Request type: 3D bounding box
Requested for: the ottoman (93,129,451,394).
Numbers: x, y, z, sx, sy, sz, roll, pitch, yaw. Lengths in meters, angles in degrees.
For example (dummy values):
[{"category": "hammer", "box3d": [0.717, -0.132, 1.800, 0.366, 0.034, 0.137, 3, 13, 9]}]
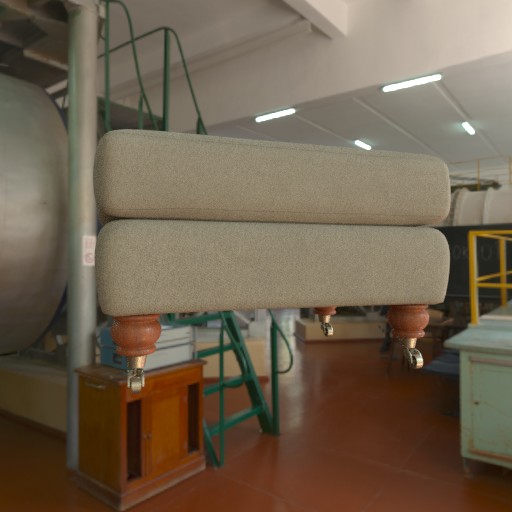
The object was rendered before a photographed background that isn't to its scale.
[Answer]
[{"category": "ottoman", "box3d": [0.000, 0.000, 1.133, 0.773, 0.504, 0.569, 0, 0, -18]}]
